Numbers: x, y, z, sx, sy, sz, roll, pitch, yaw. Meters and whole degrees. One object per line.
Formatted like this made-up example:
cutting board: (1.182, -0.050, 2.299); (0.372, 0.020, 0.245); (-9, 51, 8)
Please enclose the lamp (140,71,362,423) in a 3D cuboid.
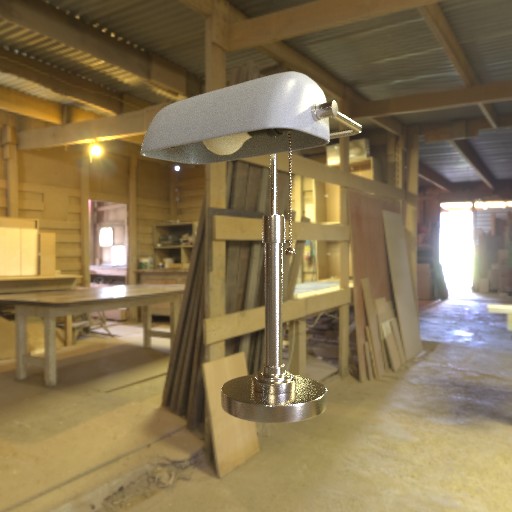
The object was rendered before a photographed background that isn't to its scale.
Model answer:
lamp: (0.000, 0.000, 0.571); (0.269, 0.404, 0.227); (0, 0, 36)
